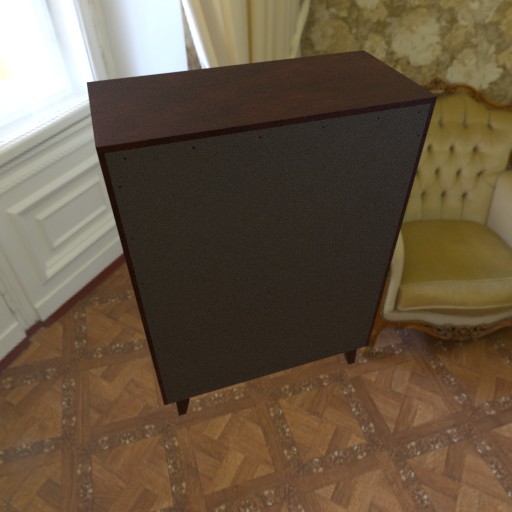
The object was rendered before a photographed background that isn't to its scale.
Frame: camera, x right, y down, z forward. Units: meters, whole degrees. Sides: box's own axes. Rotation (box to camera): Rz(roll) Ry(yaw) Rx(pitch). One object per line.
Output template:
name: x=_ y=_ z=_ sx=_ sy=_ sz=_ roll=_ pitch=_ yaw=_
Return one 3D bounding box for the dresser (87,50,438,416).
dresser: x=0.000 y=0.000 z=1.992 sx=1.072 sy=1.514 sz=0.506 roll=-13 pitch=43 yaw=-14
